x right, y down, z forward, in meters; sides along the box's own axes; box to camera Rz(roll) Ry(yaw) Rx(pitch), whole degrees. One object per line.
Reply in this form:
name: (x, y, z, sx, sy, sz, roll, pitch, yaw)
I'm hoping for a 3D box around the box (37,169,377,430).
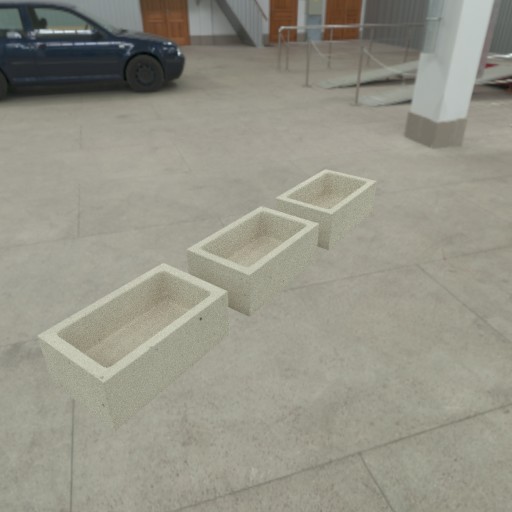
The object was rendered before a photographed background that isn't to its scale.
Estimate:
box: (0.000, 0.000, 0.493, 0.082, 0.051, 0.461, 21, 37, 30)
